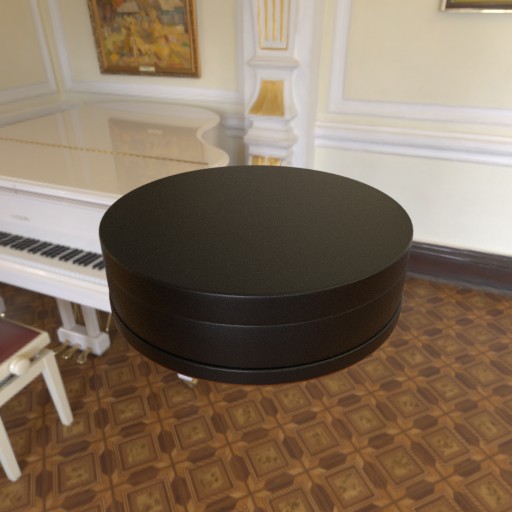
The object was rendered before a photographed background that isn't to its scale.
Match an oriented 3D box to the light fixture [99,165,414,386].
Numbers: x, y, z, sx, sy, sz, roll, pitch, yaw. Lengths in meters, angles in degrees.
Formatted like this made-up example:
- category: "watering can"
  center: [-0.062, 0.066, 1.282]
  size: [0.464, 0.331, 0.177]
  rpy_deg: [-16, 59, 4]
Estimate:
- category: "light fixture"
  center: [0.000, 0.000, 0.435]
  size: [0.283, 0.097, 0.283]
  rpy_deg: [0, 29, 0]
